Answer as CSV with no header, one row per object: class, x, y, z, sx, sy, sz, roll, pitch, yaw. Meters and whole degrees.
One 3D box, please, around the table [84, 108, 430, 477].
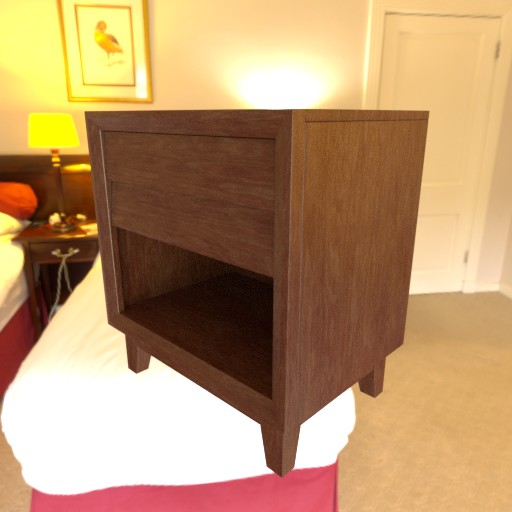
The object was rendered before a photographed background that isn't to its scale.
table,0.000,0.000,0.980,0.557,0.609,0.449,16,24,41
